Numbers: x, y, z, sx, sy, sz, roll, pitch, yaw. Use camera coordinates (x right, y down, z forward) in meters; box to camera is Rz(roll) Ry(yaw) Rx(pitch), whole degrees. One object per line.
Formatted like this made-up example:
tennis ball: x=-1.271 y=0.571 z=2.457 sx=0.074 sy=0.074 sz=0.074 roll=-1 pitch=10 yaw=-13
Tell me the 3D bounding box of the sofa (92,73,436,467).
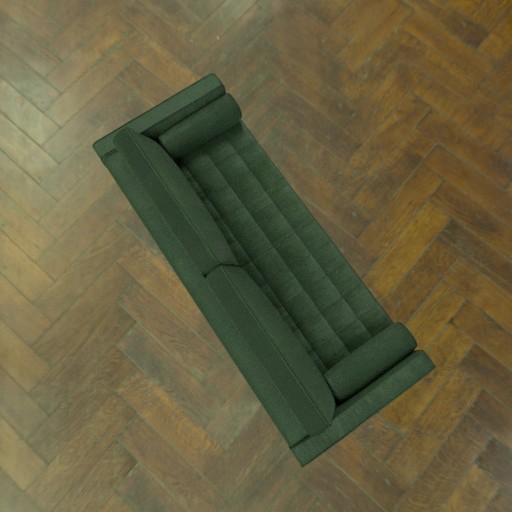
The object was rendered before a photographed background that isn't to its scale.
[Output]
sofa: x=0.000 y=0.000 z=2.700 sx=0.918 sy=0.769 sz=2.199 roll=-34 pitch=79 yaw=-7
